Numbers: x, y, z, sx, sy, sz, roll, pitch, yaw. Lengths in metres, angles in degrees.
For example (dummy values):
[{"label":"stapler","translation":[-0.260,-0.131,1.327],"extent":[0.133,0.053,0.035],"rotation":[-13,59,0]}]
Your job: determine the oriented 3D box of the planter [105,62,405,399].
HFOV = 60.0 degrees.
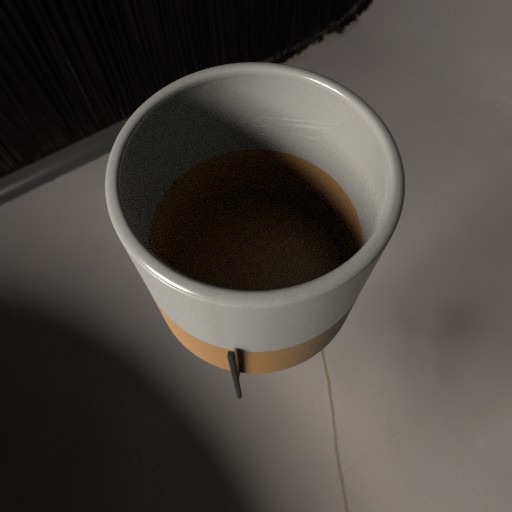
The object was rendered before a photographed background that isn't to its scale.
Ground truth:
[{"label":"planter","translation":[0.000,0.000,0.638],"extent":[0.310,0.432,0.310],"rotation":[-32,68,-15]}]
